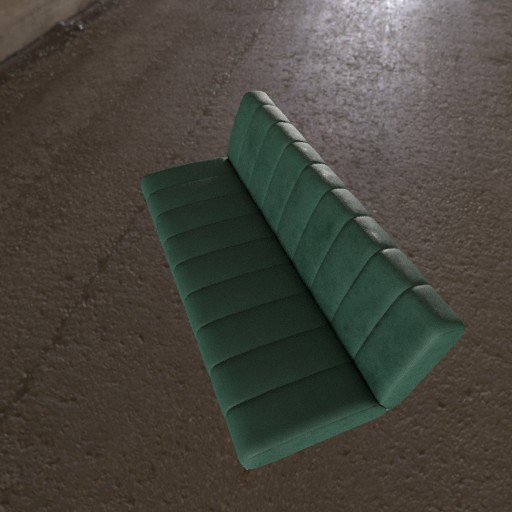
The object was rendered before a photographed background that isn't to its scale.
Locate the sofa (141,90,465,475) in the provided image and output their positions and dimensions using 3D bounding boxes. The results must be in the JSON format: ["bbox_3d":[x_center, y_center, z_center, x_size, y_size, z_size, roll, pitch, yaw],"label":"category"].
[{"bbox_3d":[0.000,0.000,2.237,0.830,0.820,1.810,-16,49,-15],"label":"sofa"}]
